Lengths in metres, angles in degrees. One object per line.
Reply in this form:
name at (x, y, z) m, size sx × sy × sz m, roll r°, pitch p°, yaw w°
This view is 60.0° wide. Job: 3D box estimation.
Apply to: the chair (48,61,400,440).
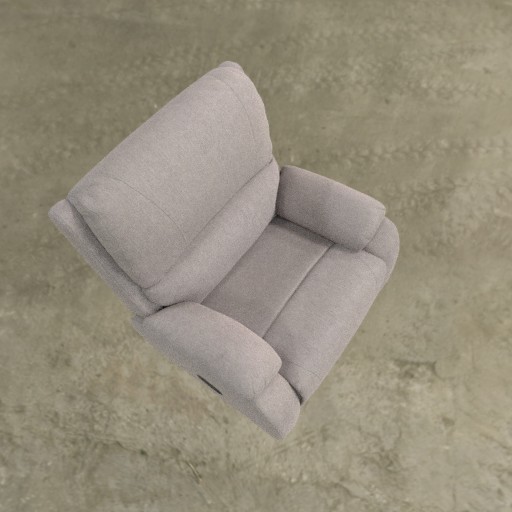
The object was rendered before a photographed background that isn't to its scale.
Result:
chair at (0.000, 0.000, 1.675) m, size 0.899 × 1.011 × 0.930 m, roll 32°, pitch 65°, yaw 17°
